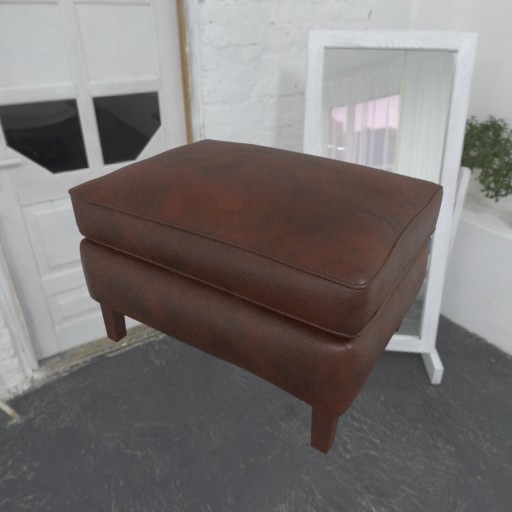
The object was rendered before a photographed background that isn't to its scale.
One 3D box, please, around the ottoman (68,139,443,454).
[{"bbox_3d":[0.000,0.000,0.997,0.665,0.432,0.501,18,35,28],"label":"ottoman"}]
